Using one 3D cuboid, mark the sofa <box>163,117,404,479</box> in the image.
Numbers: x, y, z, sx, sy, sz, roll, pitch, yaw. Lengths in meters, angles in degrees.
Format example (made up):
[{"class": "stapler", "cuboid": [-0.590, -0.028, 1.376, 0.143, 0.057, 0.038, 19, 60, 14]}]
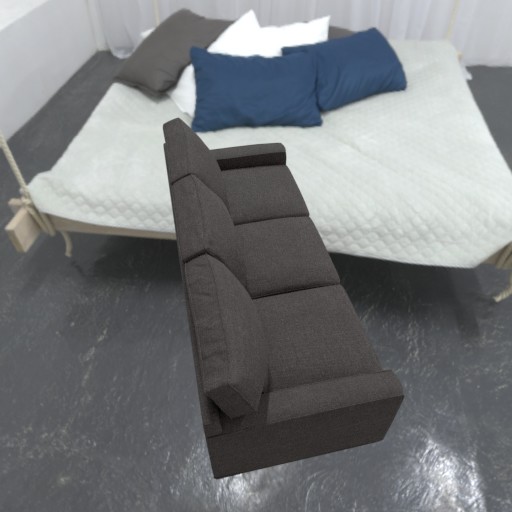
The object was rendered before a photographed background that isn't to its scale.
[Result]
[{"class": "sofa", "cuboid": [0.000, 0.000, 2.963, 1.004, 0.978, 2.369, -9, 46, -9]}]
